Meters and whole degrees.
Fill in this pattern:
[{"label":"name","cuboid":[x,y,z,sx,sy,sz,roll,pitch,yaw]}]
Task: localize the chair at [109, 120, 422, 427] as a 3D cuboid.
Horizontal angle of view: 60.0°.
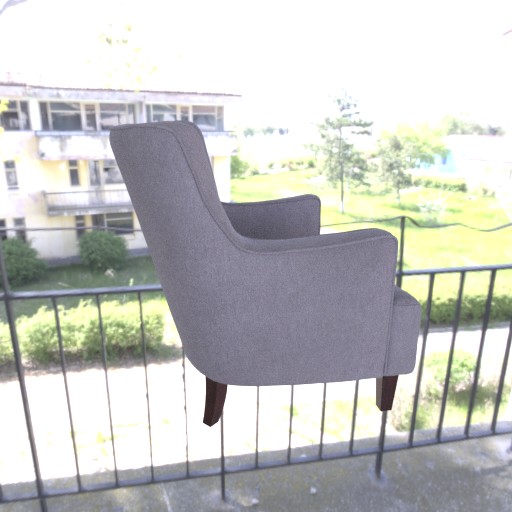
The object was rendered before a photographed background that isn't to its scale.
[{"label":"chair","cuboid":[0.000,0.000,1.571,0.910,0.919,0.781,-3,17,-10]}]
